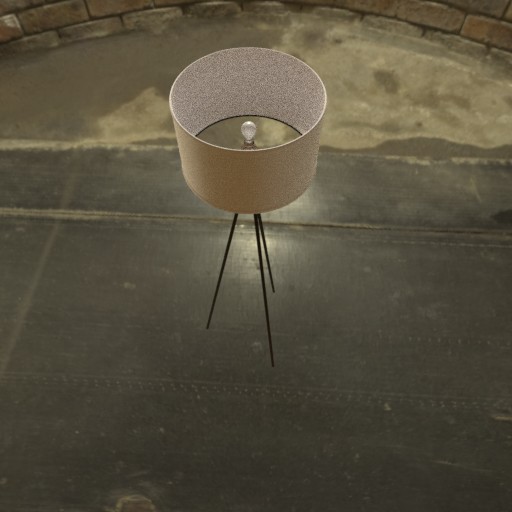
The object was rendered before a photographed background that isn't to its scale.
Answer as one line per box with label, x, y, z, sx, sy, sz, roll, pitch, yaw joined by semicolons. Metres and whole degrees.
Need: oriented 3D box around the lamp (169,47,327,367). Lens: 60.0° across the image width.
lamp;0.000;0.000;1.797;0.448;1.545;0.458;-31;63;-18
